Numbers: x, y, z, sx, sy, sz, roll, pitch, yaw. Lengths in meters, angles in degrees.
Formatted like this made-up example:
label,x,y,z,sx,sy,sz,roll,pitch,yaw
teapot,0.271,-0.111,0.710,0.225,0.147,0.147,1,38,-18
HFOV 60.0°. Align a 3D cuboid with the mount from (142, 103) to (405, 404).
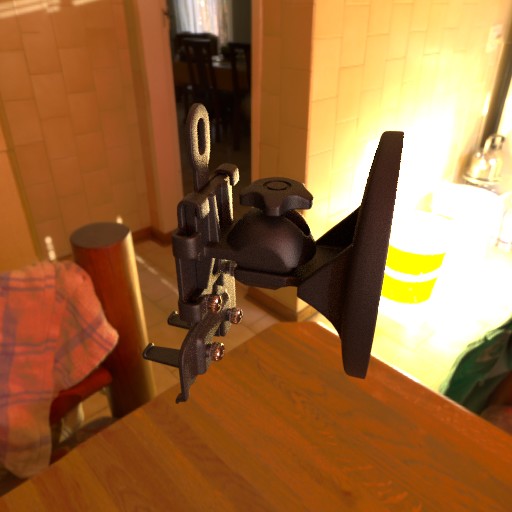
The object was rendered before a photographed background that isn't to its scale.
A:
label,x,y,z,sx,sy,sz,roll,pitch,yaw
mount,0.000,0.000,0.182,0.100,0.118,0.066,8,31,14
